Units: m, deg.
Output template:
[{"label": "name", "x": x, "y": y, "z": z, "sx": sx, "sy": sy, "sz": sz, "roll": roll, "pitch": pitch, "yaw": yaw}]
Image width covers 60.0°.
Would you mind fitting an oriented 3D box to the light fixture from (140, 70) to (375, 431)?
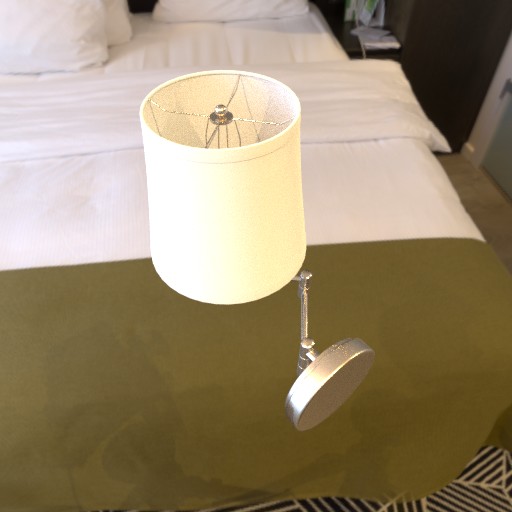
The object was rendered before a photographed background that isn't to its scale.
[{"label": "light fixture", "x": 0.000, "y": 0.000, "z": 0.594, "sx": 0.223, "sy": 0.381, "sz": 0.348, "roll": -30, "pitch": 54, "yaw": -25}]
